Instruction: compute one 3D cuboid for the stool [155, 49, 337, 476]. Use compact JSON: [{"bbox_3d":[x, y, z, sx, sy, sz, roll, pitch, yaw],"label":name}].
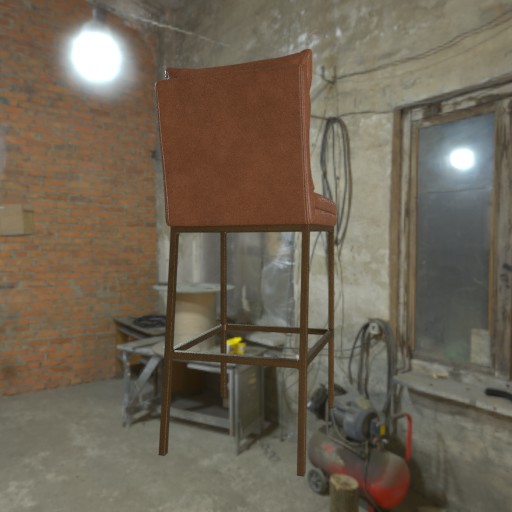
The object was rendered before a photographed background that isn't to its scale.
[{"bbox_3d":[0.000,0.000,1.446,0.463,1.124,0.571,0,1,17],"label":"stool"}]
